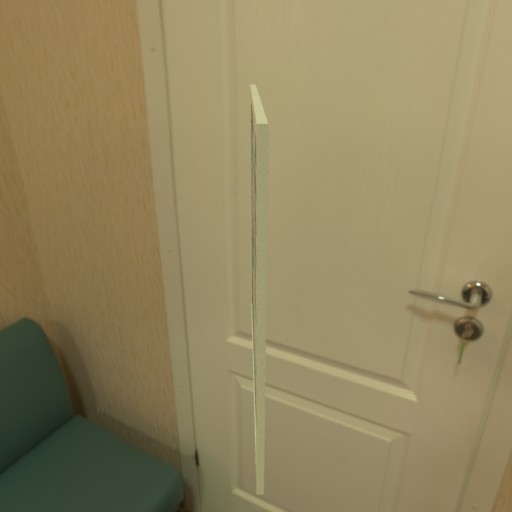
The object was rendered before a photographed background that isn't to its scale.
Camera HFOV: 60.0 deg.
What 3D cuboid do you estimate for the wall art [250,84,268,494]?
[{"bbox_3d":[0.000,0.000,0.823,0.012,0.557,0.557,-1,25,-1],"label":"wall art"}]
